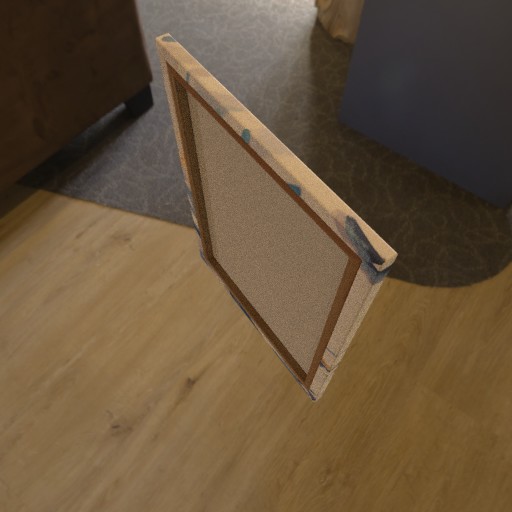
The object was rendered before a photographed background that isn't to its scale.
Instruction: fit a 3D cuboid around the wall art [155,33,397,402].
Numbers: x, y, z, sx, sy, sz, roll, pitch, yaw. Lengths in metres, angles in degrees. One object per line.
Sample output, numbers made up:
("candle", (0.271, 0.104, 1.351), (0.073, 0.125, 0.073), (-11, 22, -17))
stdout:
("wall art", (0.000, 0.000, 1.330), (0.038, 1.015, 0.761), (-32, 64, -17))
